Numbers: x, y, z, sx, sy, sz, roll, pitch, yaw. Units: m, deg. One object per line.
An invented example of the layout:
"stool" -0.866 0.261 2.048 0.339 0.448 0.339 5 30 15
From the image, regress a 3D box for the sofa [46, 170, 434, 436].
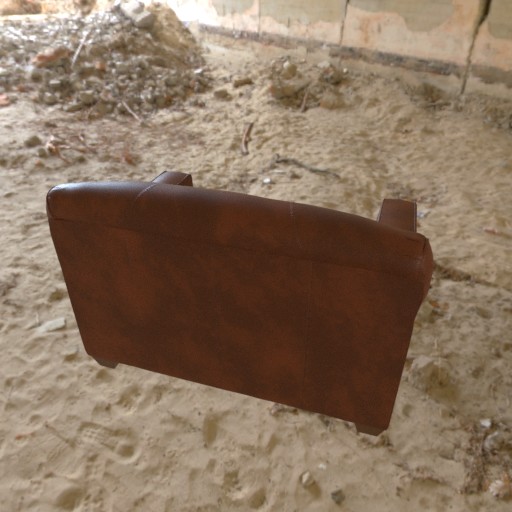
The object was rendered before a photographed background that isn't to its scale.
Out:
"sofa" 0.000 0.000 2.069 1.413 0.956 1.000 10 34 15
